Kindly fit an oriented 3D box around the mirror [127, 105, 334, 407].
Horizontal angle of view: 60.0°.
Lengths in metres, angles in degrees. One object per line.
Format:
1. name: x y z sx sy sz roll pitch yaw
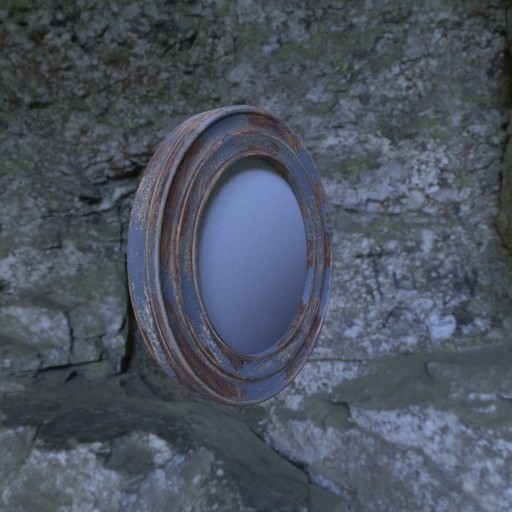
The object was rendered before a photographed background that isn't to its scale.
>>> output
1. mirror: 0.000 0.000 0.901 0.061 0.585 0.585 0 1 37
